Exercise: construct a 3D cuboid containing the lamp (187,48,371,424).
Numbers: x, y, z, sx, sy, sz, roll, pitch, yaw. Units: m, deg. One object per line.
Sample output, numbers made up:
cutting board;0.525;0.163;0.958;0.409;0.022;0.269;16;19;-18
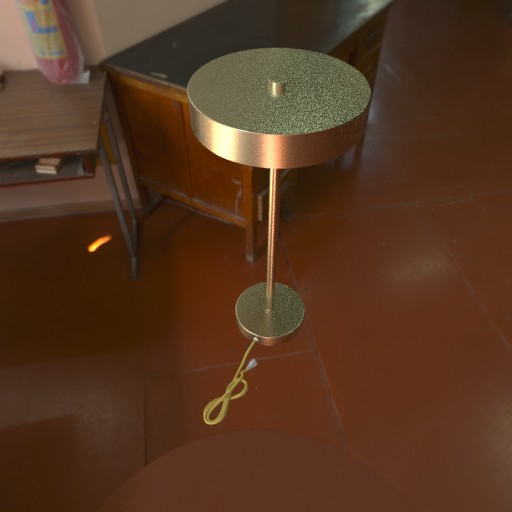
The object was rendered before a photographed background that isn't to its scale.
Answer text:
lamp;0.000;0.000;0.691;0.229;0.508;0.369;18;49;16
